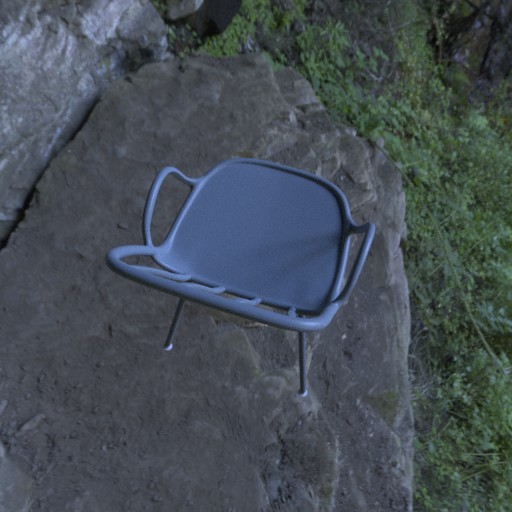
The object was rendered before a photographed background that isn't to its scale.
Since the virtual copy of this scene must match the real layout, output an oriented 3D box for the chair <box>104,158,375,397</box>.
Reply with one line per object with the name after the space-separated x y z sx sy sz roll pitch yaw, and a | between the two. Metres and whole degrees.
0.000 0.000 1.225 0.549 0.816 0.597 17 65 8 | chair
